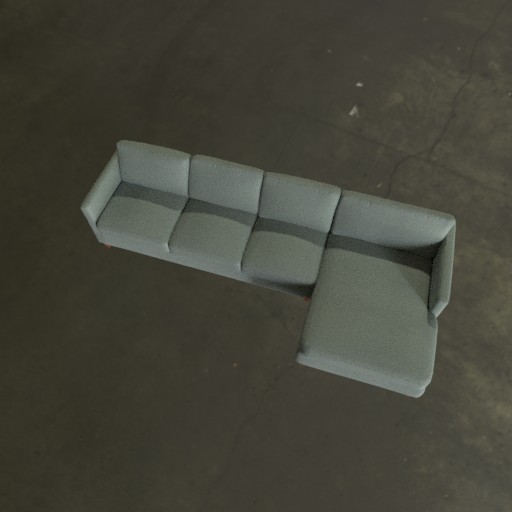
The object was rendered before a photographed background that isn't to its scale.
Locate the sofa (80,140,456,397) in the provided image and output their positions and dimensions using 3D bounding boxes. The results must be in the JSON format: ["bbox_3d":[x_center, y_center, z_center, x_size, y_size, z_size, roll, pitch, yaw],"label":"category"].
[{"bbox_3d":[0.000,0.000,4.215,3.471,0.950,1.604,15,59,9],"label":"sofa"}]
